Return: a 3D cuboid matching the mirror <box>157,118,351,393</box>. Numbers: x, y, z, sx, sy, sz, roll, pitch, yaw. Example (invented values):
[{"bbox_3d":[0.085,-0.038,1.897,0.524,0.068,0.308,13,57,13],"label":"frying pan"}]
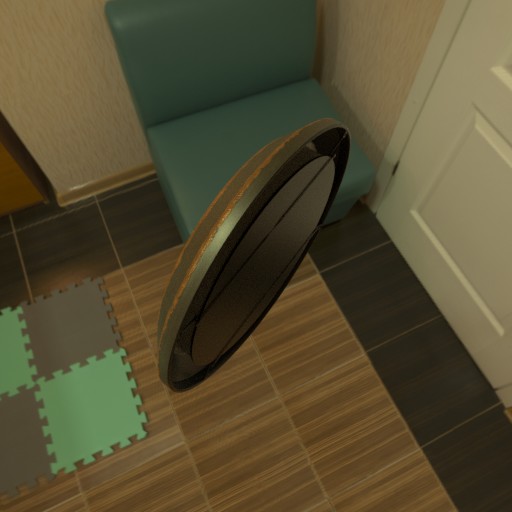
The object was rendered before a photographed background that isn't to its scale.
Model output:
[{"bbox_3d":[0.000,0.000,1.355,0.111,0.907,0.907,33,68,15],"label":"mirror"}]
